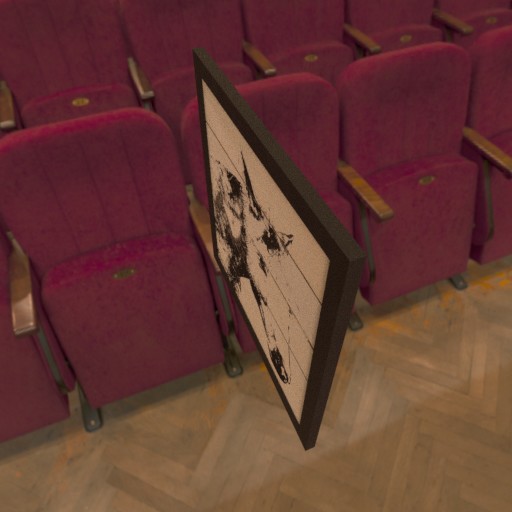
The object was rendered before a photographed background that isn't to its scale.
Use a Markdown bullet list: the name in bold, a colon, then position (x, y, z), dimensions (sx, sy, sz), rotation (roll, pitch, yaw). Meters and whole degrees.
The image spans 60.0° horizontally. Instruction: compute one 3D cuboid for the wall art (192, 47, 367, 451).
- **wall art**: position (0.000, 0.000, 1.525), dimensions (0.038, 1.016, 1.016), rotation (-17, 50, -15)
